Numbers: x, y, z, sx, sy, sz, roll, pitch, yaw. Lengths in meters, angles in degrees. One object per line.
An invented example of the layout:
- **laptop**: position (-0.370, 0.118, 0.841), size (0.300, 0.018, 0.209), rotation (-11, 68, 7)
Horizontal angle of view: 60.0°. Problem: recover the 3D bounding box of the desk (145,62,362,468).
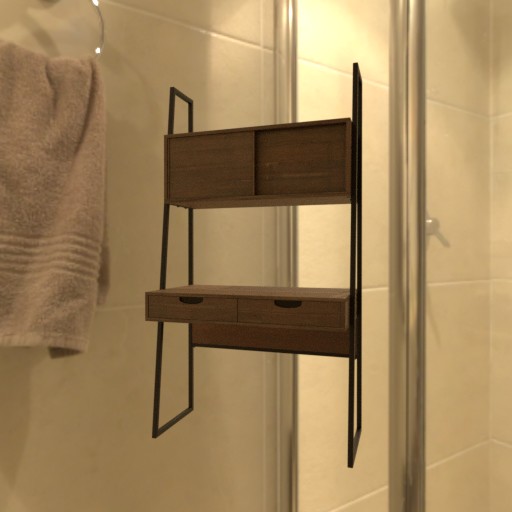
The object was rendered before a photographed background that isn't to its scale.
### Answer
- **desk**: position (0.000, 0.000, 2.196), size (0.982, 1.809, 0.515), rotation (0, 0, 18)
